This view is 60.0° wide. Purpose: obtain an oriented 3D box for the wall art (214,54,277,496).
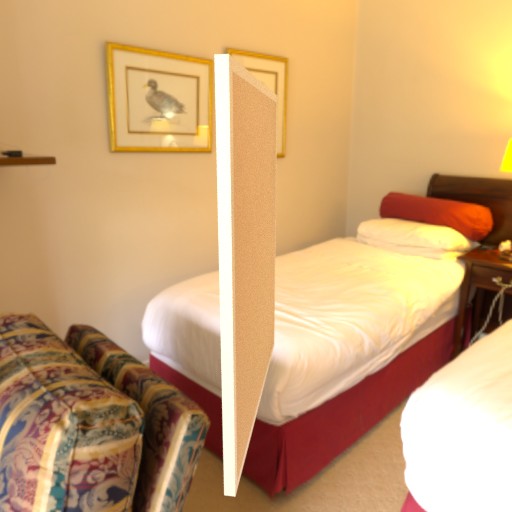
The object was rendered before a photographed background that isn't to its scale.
[{"bbox_3d":[0.000,0.000,0.620,0.013,0.456,0.382,2,15,9],"label":"wall art"}]
